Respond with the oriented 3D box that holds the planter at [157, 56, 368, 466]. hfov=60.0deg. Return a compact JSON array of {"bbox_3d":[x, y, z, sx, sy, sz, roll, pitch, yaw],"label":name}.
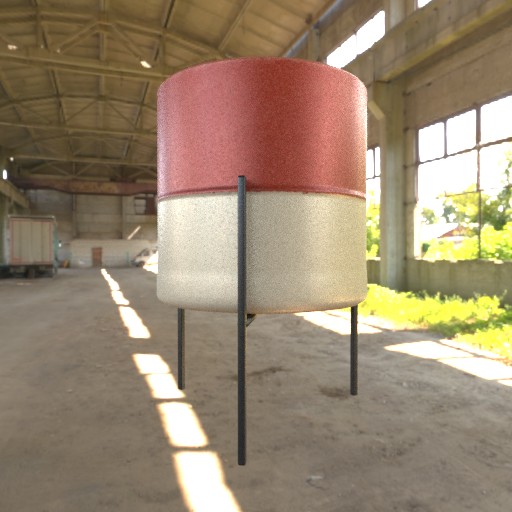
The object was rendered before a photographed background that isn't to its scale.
[{"bbox_3d":[0.000,0.000,0.510,0.251,0.354,0.235,1,1,37],"label":"planter"}]
